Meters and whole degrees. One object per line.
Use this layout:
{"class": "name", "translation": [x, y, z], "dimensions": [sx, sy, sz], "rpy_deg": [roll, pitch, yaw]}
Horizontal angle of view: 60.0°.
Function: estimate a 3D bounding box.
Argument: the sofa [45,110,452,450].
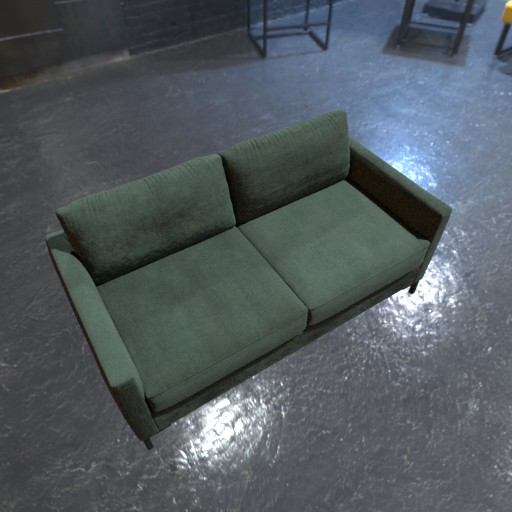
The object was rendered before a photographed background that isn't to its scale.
{"class": "sofa", "translation": [0.000, 0.000, 2.137], "dimensions": [1.676, 0.817, 0.875], "rpy_deg": [-25, 52, -21]}
